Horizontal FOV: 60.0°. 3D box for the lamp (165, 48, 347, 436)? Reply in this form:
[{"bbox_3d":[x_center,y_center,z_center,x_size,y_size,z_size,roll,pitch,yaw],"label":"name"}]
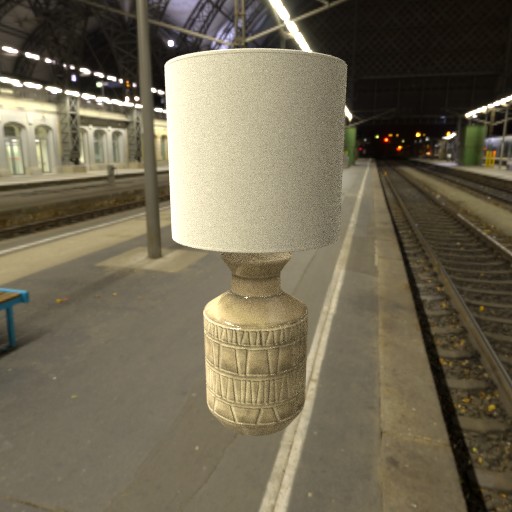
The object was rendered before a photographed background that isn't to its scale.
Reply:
[{"bbox_3d":[0.000,0.000,0.575,0.211,0.455,0.211,-2,13,-7],"label":"lamp"}]
